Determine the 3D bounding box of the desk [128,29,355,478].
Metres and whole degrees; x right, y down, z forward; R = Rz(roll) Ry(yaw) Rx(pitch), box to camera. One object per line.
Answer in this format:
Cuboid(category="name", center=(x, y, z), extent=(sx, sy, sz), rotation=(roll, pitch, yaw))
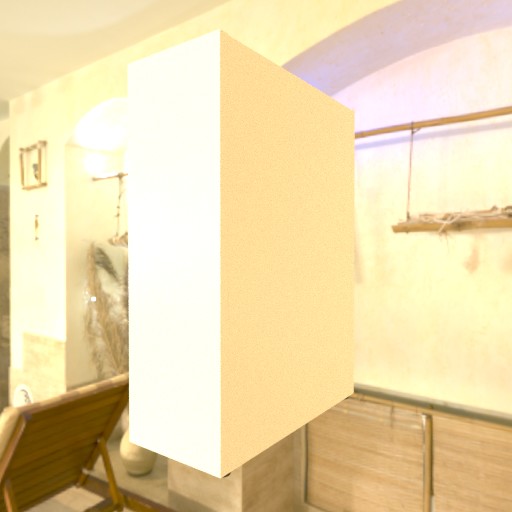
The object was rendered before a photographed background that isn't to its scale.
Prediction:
Cuboid(category="desk", center=(0.000, 0.000, 1.613), extent=(0.390, 1.190, 0.850), rotation=(1, 1, 36))
